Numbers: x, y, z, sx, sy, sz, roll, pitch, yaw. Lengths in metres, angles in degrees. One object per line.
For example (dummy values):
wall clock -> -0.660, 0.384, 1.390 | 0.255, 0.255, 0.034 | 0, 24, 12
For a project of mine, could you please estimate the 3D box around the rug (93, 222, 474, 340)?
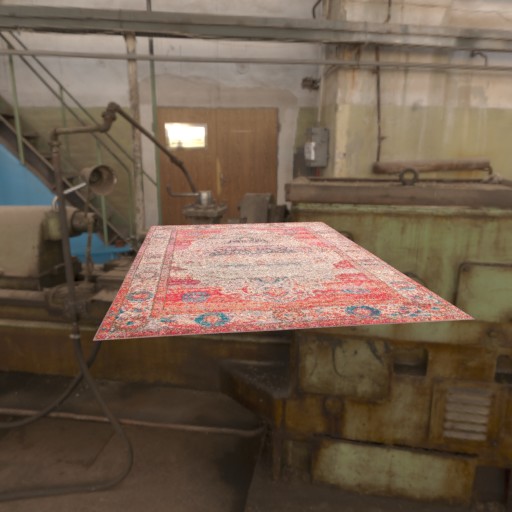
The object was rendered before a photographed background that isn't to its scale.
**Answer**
rug -> 0.000, 0.000, 2.264 | 1.219, 0.006, 1.829 | -2, 15, -7
